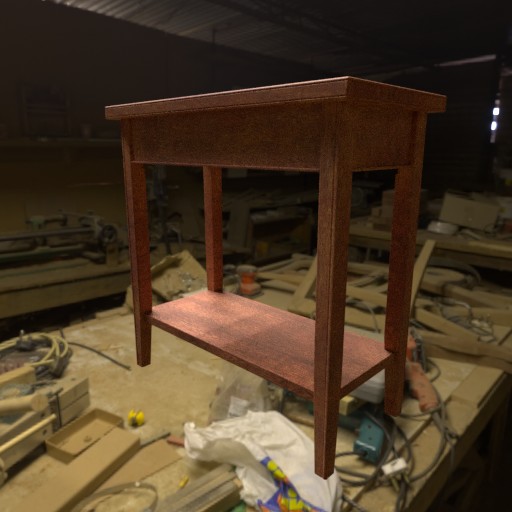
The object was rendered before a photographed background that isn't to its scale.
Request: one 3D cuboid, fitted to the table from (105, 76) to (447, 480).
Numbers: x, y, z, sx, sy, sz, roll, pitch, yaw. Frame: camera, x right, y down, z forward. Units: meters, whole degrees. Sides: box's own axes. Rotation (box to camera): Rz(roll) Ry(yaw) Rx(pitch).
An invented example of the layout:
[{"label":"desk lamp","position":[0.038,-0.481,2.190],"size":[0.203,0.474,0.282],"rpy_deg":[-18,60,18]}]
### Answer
[{"label":"table","position":[0.000,0.000,0.925],"size":[0.610,0.610,0.305],"rpy_deg":[13,19,42]}]
